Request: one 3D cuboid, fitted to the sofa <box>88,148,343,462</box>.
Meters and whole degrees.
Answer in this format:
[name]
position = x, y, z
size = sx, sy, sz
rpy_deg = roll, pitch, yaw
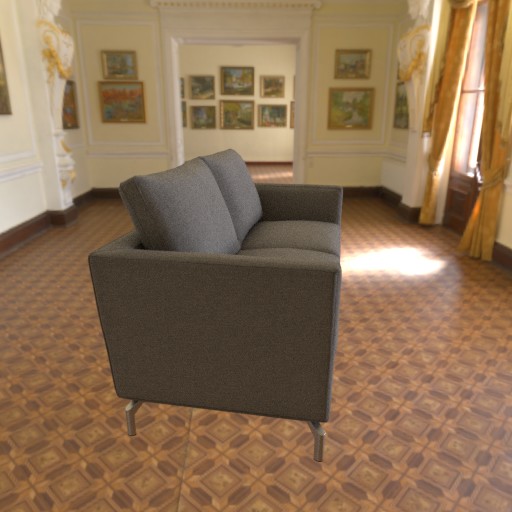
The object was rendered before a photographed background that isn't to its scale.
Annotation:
[sofa]
position = 0.000, 0.000, 2.130
size = 0.803, 0.924, 1.594
rpy_deg = 3, 18, 10
